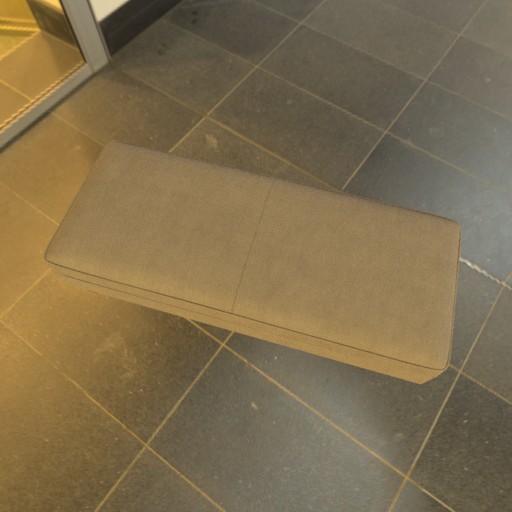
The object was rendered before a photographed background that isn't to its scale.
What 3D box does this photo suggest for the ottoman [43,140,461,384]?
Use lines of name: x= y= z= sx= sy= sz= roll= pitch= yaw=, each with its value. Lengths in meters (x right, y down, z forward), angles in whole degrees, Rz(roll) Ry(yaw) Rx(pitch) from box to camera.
ottoman: x=0.000 y=0.000 z=2.116 sx=1.764 sy=0.470 sz=0.751 roll=15 pitch=64 yaw=7
